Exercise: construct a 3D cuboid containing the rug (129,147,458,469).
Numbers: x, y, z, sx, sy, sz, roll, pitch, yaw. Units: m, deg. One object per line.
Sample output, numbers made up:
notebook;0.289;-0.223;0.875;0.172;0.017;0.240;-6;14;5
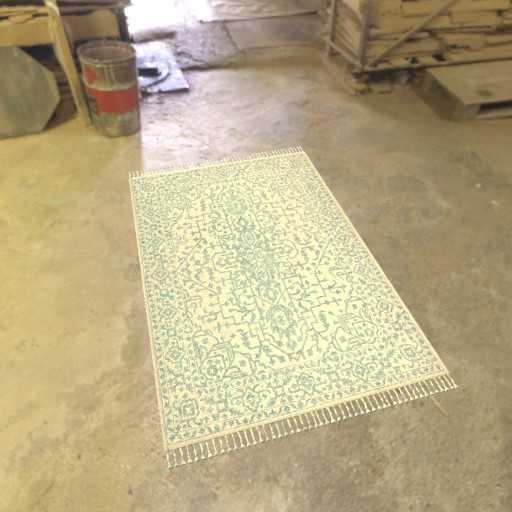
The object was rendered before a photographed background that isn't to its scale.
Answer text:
rug;0.000;0.000;3.001;1.524;0.010;2.438;-11;46;-11
